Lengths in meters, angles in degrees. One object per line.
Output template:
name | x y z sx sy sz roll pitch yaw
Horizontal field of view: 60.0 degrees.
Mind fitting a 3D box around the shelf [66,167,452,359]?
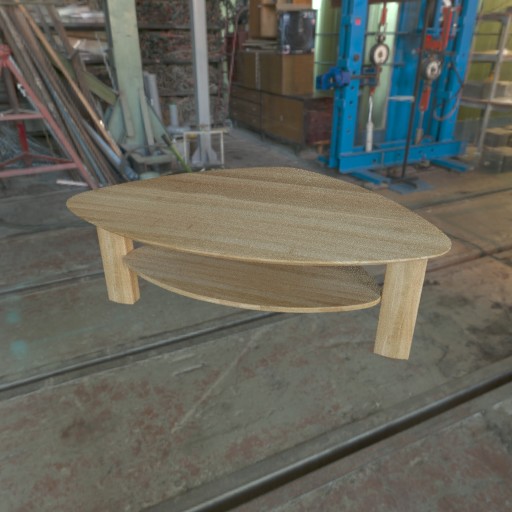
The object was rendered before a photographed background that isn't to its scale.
shelf | 0.000 0.000 1.628 1.240 0.439 0.863 9 28 17
